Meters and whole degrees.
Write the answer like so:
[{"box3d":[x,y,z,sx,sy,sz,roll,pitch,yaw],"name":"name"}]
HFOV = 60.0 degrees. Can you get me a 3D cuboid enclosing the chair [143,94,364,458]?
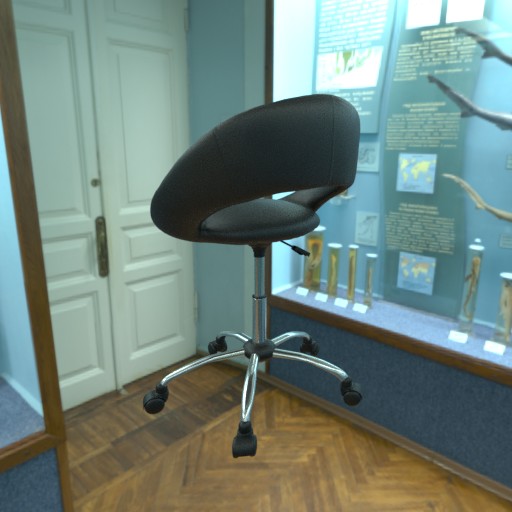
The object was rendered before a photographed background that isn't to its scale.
[{"box3d":[0.000,0.000,1.194,0.612,0.791,0.538,-14,20,-43],"name":"chair"}]
